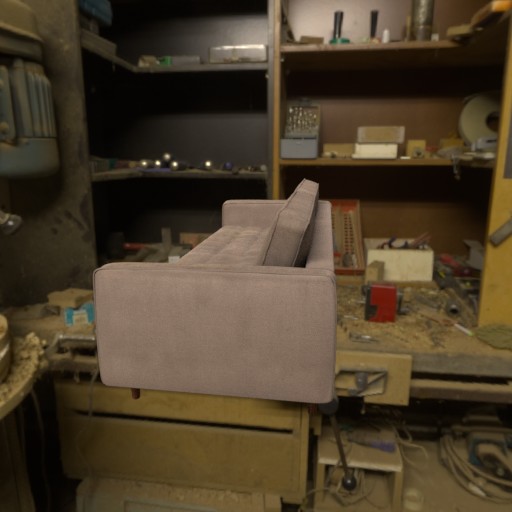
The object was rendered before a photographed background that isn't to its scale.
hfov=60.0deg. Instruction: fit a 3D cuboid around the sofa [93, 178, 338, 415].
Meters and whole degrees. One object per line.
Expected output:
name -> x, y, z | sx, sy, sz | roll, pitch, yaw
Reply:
sofa -> 0.000, 0.000, 2.688 | 0.923, 0.813, 2.295 | 2, 14, 9
